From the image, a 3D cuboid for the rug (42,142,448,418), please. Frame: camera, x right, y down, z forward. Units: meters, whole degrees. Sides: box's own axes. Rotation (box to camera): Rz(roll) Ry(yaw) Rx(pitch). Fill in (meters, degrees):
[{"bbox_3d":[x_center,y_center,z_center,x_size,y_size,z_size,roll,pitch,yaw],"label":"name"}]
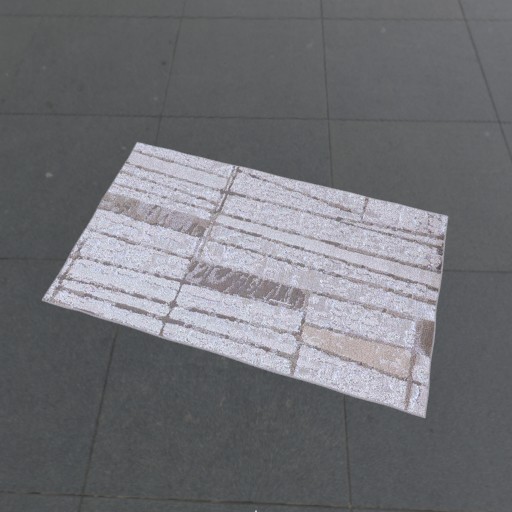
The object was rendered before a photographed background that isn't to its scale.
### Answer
[{"bbox_3d":[0.000,0.000,1.068,0.867,0.007,0.515,15,61,8],"label":"rug"}]
